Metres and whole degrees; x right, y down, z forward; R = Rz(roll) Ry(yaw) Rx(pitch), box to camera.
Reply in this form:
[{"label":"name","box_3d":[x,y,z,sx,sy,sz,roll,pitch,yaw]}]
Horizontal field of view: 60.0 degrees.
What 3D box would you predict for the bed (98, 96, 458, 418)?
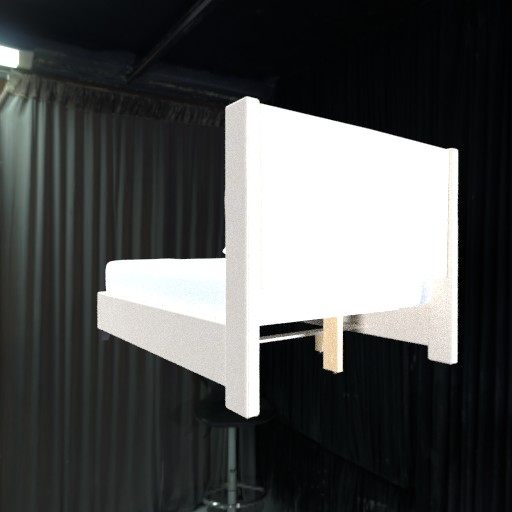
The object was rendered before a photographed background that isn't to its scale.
[{"label":"bed","box_3d":[0.000,0.000,3.450,1.778,1.471,2.293,0,0,-36]}]
